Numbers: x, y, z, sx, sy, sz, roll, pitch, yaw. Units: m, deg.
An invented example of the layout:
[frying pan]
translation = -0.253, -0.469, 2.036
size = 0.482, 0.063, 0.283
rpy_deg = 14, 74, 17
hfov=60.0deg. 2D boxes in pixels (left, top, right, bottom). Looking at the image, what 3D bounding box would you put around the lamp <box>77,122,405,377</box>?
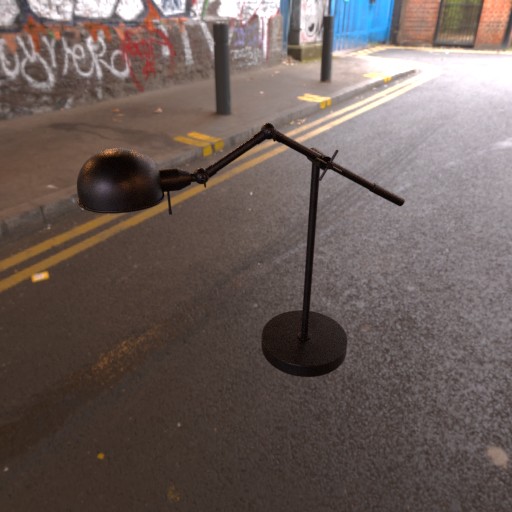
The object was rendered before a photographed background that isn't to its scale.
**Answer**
[lamp]
translation = 0.000, 0.000, 0.824
size = 0.567, 0.495, 0.185
rpy_deg = -9, 31, -15
